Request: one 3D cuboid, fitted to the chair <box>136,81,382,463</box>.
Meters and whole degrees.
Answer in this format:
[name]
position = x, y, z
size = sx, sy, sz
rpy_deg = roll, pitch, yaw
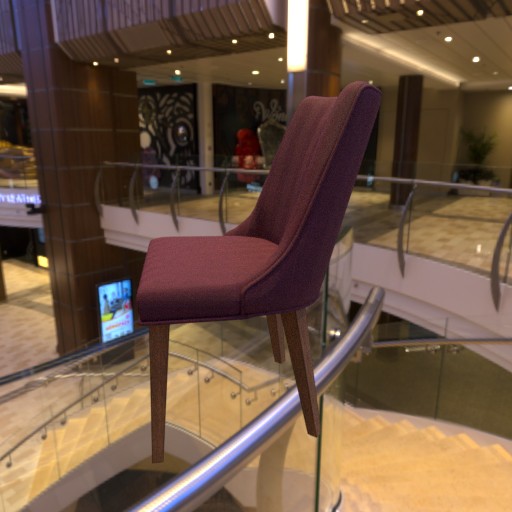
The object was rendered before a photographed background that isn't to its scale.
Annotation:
[chair]
position = 0.000, 0.000, 1.286
size = 0.638, 0.916, 0.548
rpy_deg = -3, 15, -10
